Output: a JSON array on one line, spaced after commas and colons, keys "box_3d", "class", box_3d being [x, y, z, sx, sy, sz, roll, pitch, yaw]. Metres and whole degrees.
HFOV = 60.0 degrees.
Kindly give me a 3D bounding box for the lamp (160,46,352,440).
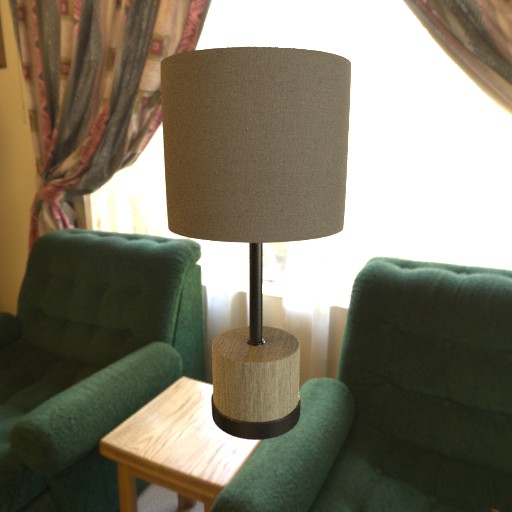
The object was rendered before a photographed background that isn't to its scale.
[{"box_3d": [0.000, 0.000, 0.591, 0.229, 0.470, 0.229, 2, 14, 10], "class": "lamp"}]
